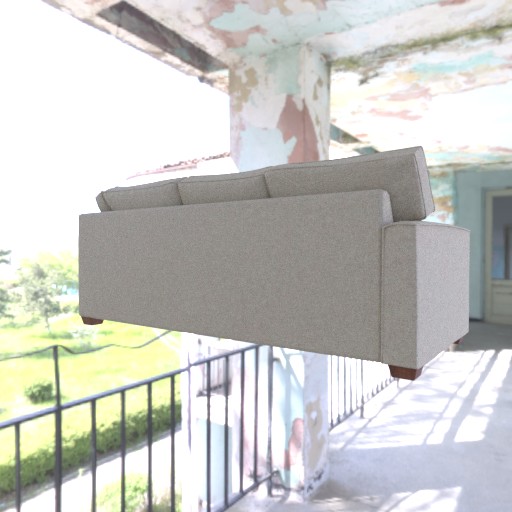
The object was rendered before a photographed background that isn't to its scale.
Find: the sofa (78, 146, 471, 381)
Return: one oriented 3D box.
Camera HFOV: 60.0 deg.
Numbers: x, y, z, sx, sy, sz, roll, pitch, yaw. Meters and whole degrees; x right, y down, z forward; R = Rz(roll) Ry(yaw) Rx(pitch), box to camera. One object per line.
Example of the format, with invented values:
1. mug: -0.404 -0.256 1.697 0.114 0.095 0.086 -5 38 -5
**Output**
1. sofa: 0.000 0.000 2.800 2.317 0.962 1.061 1 1 36
